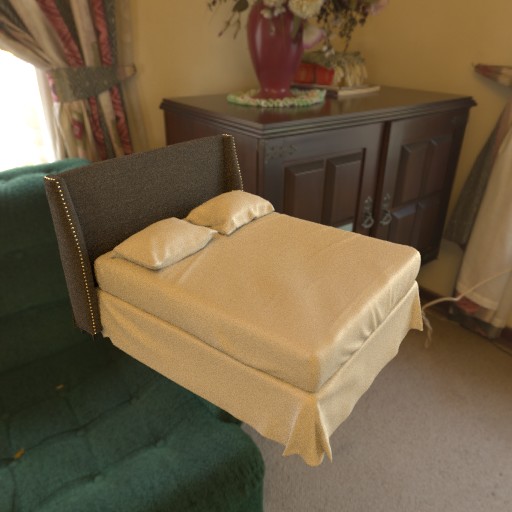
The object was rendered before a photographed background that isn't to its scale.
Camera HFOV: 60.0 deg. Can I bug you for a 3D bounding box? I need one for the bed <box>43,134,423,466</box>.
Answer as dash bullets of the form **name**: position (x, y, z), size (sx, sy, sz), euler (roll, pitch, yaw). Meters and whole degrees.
- **bed**: position (0.000, 0.000, 3.397), size (2.276, 1.332, 1.925), euler (18, 32, 33)
